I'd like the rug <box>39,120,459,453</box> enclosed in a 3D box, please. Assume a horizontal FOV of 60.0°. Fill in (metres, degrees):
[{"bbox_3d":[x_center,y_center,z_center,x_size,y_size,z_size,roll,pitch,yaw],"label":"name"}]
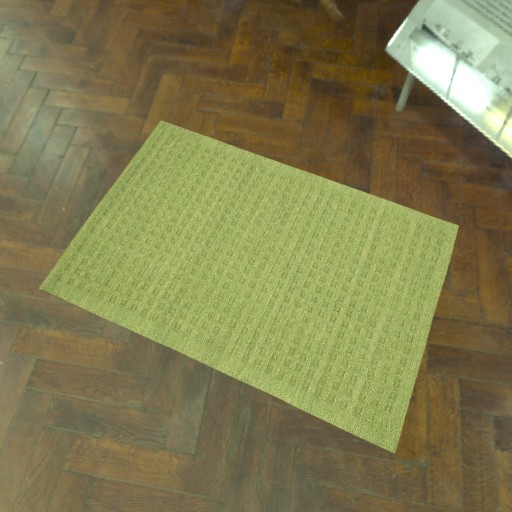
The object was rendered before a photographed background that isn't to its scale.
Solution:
[{"bbox_3d":[0.000,0.000,2.862,2.297,0.007,1.529,22,65,11],"label":"rug"}]
